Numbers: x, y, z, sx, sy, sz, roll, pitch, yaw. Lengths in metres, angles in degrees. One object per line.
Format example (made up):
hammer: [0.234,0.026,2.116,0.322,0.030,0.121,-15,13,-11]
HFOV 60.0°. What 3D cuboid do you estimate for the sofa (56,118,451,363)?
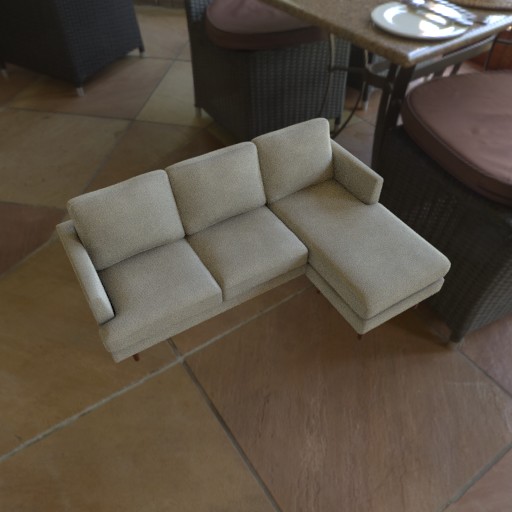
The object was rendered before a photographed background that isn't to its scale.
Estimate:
sofa: [0.000,0.000,3.039,2.233,0.956,1.504,-24,51,-21]
